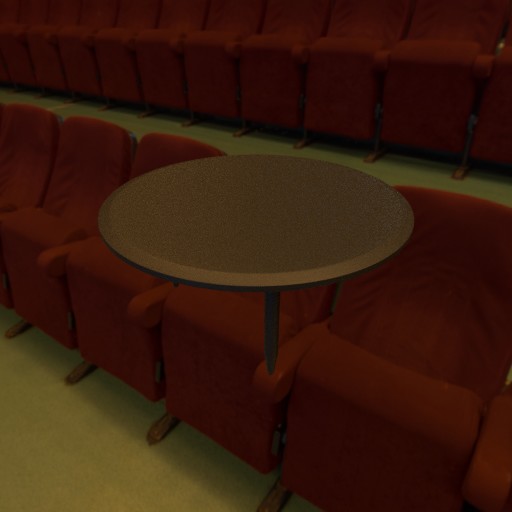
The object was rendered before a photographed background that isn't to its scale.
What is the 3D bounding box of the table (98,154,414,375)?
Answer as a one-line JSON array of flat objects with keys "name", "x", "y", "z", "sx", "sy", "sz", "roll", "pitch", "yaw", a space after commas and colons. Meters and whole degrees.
[{"name": "table", "x": 0.000, "y": 0.000, "z": 1.414, "sx": 0.900, "sy": 0.400, "sz": 0.900, "roll": 0, "pitch": 30, "yaw": 0}]
